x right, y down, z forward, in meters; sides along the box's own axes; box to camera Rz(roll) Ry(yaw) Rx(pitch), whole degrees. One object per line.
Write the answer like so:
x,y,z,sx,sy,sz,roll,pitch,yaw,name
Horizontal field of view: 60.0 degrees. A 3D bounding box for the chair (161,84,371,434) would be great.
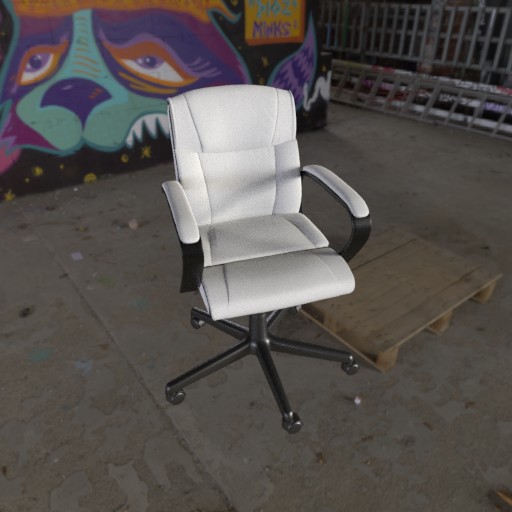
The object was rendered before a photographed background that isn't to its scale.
0.000,0.000,1.523,0.739,1.004,0.717,-9,32,-15,chair
